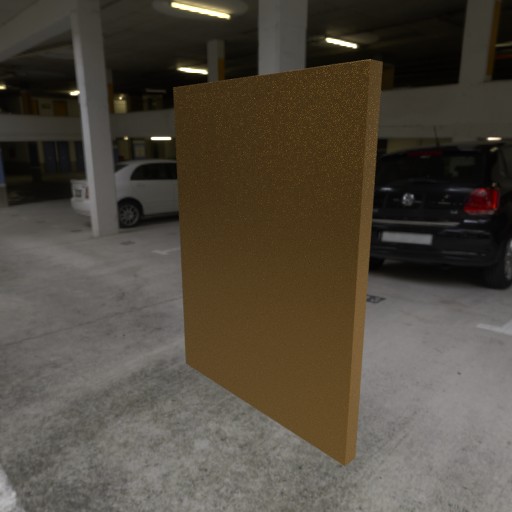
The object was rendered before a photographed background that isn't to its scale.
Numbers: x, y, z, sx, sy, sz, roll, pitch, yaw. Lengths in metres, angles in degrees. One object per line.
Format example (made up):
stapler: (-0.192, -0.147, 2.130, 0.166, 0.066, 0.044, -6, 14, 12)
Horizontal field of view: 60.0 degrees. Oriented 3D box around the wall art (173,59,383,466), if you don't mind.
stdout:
wall art: (0.000, 0.000, 1.079, 0.038, 0.812, 0.610, -13, 20, -41)
